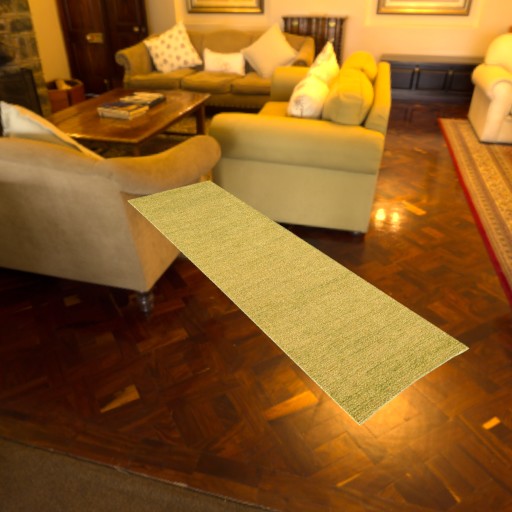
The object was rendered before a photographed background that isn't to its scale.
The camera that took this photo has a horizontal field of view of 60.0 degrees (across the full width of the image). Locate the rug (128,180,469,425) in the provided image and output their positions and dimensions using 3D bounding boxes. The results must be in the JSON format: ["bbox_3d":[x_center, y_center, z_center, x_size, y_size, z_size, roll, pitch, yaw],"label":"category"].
[{"bbox_3d":[0.000,0.000,2.589,0.686,0.013,2.340,-20,37,-29],"label":"rug"}]
